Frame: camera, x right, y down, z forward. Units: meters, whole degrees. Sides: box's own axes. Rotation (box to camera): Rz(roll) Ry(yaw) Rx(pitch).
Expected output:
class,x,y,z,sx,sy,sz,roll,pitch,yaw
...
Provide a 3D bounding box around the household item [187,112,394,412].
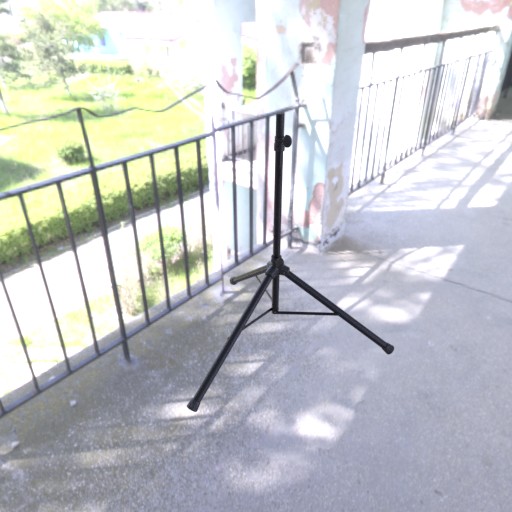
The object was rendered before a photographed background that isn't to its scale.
class,x,y,z,sx,sy,sz,roll,pitch,yaw
household item,0.000,0.000,1.895,1.045,1.136,0.907,22,37,33
